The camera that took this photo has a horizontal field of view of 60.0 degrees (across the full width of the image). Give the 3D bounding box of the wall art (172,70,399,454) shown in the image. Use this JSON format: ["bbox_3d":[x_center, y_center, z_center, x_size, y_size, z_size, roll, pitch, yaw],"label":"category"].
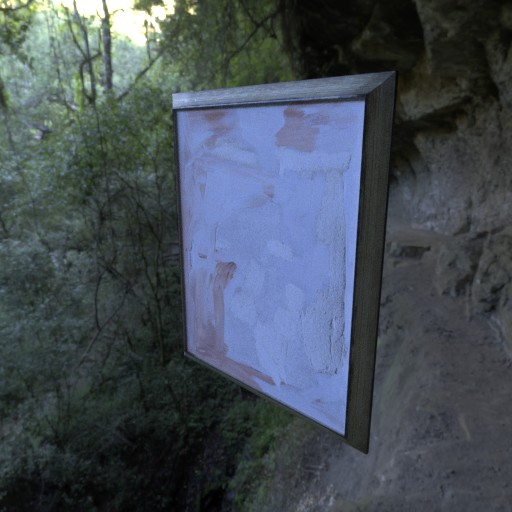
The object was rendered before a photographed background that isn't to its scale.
[{"bbox_3d":[0.000,0.000,0.629,0.381,0.457,0.023,14,21,42],"label":"wall art"}]
